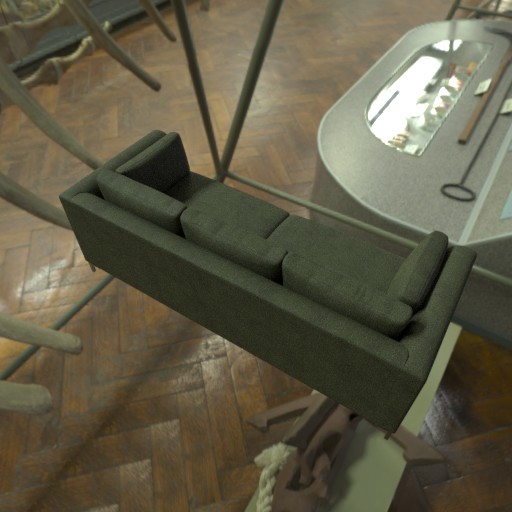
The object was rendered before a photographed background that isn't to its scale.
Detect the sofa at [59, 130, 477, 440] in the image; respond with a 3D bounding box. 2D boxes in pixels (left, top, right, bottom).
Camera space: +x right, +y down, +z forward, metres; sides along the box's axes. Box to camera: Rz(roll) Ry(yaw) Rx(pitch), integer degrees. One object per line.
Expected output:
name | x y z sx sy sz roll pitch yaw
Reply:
sofa | 0.000 0.000 2.922 2.415 0.867 0.969 25 52 21
